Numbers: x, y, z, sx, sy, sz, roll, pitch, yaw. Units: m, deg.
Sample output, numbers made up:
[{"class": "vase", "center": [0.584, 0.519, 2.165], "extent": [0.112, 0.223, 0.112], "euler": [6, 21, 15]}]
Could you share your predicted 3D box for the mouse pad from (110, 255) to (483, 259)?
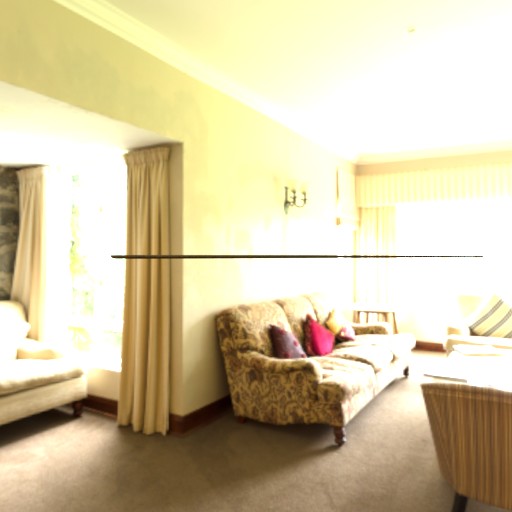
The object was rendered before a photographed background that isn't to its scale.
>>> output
[{"class": "mouse pad", "center": [0.000, 0.000, 0.631], "extent": [0.393, 0.002, 0.451], "euler": [0, 0, -18]}]
